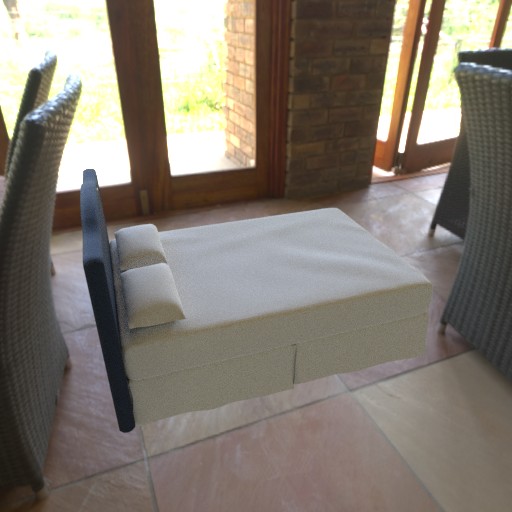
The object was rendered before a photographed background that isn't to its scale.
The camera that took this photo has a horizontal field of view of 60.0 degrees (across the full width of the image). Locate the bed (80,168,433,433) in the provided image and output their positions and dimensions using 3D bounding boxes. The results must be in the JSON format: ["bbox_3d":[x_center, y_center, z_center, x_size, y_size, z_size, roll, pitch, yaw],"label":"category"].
[{"bbox_3d":[0.000,0.000,3.686,2.507,1.441,1.741,-10,31,-16],"label":"bed"}]
